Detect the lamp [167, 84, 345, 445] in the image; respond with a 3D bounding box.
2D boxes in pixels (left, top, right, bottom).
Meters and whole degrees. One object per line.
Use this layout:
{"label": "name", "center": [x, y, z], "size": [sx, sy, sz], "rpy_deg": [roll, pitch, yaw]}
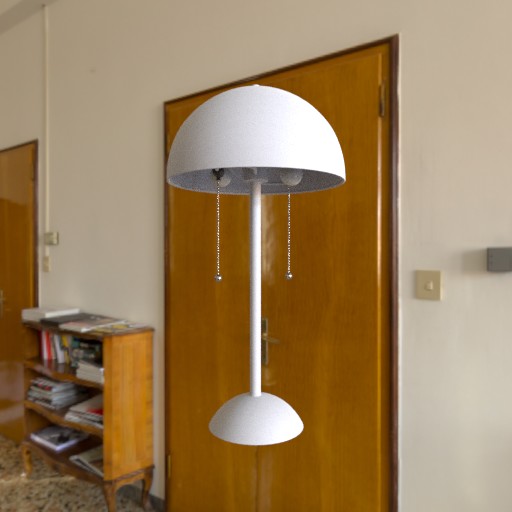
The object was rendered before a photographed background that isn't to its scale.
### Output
{"label": "lamp", "center": [0.000, 0.000, 0.432], "size": [0.171, 0.330, 0.171], "rpy_deg": [0, 0, 0]}
